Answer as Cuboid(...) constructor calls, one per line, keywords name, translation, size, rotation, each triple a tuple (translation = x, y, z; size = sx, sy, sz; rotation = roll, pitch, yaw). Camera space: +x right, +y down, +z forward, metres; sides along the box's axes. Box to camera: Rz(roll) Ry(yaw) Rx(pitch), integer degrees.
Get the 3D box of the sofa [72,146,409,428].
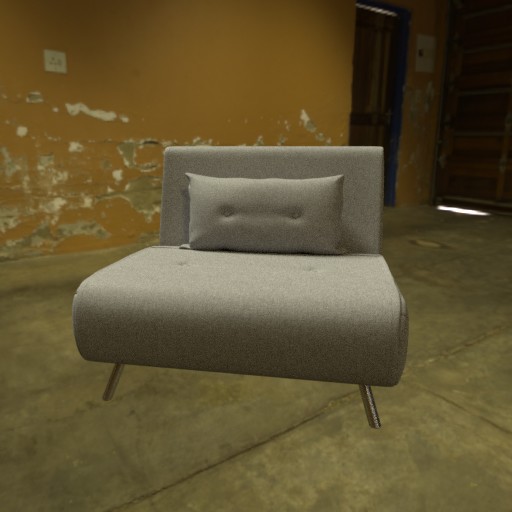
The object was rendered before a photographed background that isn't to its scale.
Cuboid(name="sofa", translation=(0.000, 0.000, 1.724), size=(1.020, 0.825, 1.000), rotation=(2, 14, 9))
